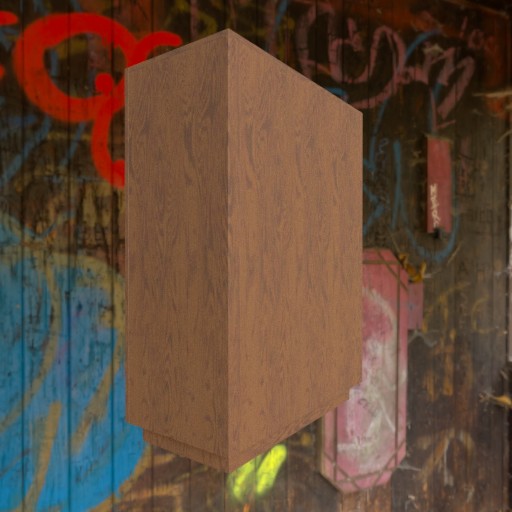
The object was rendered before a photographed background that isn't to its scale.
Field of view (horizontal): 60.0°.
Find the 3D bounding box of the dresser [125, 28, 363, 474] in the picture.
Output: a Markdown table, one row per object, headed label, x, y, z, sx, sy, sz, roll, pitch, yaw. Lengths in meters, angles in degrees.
| label | x | y | z | sx | sy | sz | roll | pitch | yaw |
| --- | --- | --- | --- | --- | --- | --- | --- | --- | --- |
| dresser | 0.000 | 0.000 | 1.822 | 0.516 | 1.320 | 0.964 | 0 | 0 | 36 |
